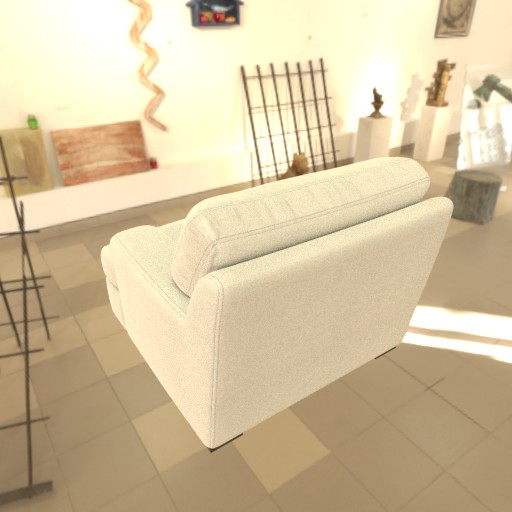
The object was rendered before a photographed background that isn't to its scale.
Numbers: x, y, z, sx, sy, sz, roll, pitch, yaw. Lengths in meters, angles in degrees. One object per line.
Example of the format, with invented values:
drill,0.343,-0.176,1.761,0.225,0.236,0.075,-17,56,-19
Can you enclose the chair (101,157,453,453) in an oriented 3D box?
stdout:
chair,0.000,0.000,1.976,1.140,0.930,1.158,-19,34,-30
